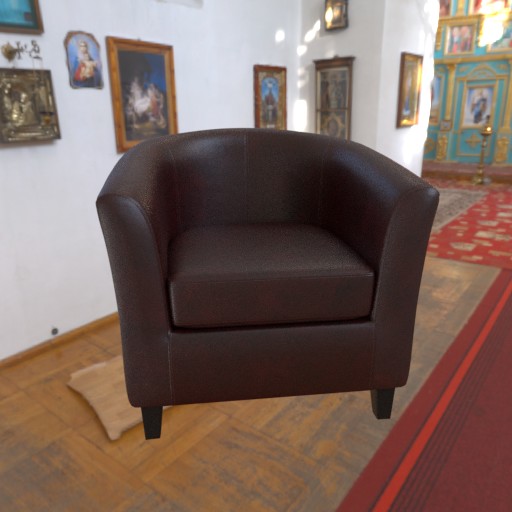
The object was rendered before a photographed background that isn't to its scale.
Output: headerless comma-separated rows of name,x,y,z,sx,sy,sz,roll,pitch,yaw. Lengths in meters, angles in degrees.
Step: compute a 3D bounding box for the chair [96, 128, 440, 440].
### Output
chair,0.000,0.000,1.376,0.792,0.756,0.727,-2,17,-7
